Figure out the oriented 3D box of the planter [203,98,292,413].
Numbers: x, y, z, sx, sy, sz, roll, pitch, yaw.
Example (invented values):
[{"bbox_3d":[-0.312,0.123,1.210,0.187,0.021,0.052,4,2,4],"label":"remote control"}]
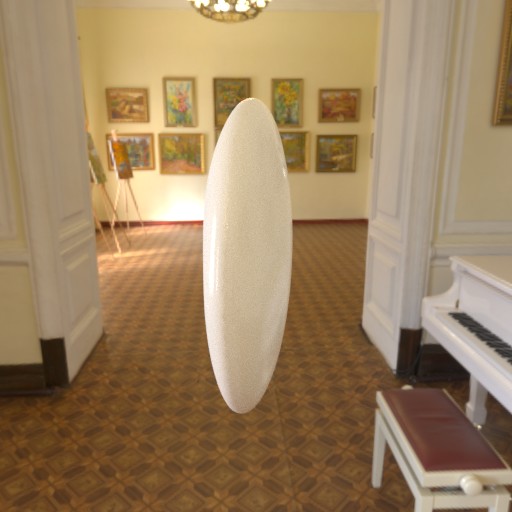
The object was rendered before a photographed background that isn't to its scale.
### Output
[{"bbox_3d":[0.000,0.000,0.279,0.043,0.188,0.185,2,14,10],"label":"planter"}]
